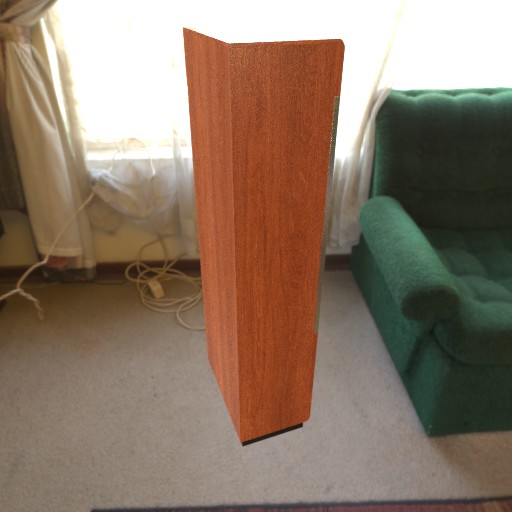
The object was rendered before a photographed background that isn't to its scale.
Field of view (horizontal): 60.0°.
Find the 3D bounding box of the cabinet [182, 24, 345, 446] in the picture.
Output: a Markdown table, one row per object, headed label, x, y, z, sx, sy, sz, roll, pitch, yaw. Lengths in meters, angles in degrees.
| label | x | y | z | sx | sy | sz | roll | pitch | yaw |
| --- | --- | --- | --- | --- | --- | --- | --- | --- | --- |
| cabinet | 0.000 | 0.000 | 2.186 | 0.420 | 1.980 | 0.660 | -11 | 33 | -17 |
